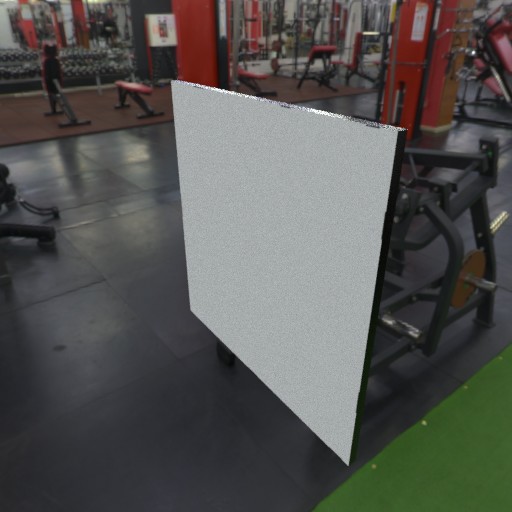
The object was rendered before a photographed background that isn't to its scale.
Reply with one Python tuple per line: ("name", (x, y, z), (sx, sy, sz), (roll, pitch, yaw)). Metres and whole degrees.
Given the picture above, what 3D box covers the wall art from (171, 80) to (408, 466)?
("wall art", (0.000, 0.000, 0.655), (0.014, 0.445, 0.446), (-19, 33, -31))
